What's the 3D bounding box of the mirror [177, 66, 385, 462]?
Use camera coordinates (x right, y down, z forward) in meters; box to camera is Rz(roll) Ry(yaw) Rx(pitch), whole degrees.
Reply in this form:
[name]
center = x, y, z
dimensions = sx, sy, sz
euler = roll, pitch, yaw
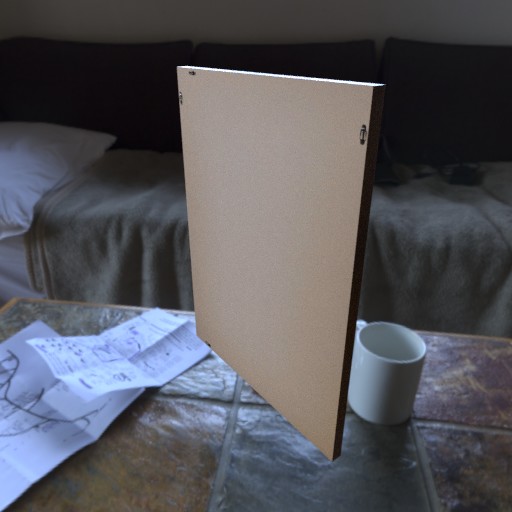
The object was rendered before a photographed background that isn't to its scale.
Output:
[mirror]
center = 0.000, 0.000, 1.332
dimensions = 0.040, 1.016, 0.762
euler = -19, 32, -33
